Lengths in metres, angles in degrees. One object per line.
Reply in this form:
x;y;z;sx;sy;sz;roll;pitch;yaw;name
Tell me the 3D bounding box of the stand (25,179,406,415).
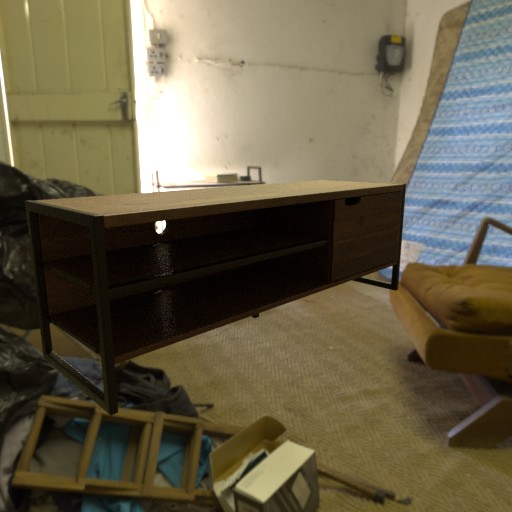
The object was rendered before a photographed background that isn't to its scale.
0.000;0.000;1.720;1.480;0.506;0.454;-13;18;-43;stand
